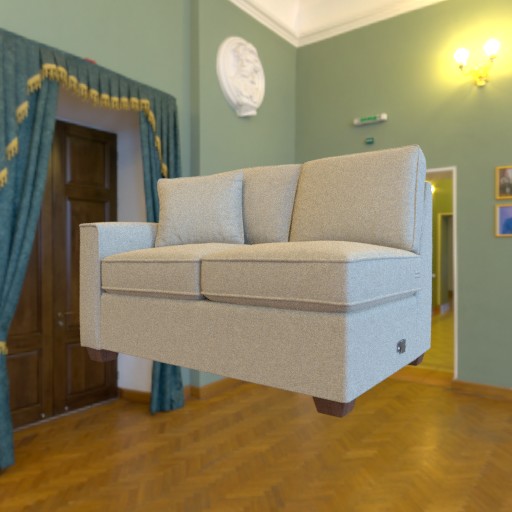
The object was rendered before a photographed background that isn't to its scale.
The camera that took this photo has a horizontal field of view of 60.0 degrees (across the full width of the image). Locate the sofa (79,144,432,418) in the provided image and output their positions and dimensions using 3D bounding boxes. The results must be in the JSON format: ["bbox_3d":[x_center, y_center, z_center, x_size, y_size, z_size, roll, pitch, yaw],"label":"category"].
[{"bbox_3d":[0.000,0.000,2.072,1.388,0.989,0.991,0,1,35],"label":"sofa"}]
